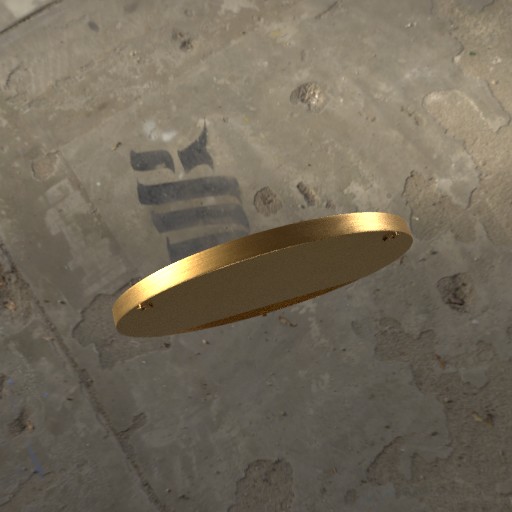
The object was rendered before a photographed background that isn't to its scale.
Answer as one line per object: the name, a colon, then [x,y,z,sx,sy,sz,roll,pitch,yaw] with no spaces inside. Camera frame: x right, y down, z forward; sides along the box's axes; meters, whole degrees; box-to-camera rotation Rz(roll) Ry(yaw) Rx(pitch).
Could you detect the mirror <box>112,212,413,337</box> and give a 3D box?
mirror: [0.000,0.000,0.706,0.457,0.457,0.133,-16,75,-4]
